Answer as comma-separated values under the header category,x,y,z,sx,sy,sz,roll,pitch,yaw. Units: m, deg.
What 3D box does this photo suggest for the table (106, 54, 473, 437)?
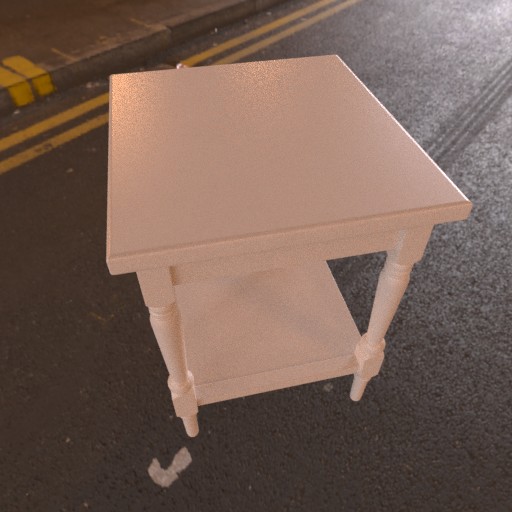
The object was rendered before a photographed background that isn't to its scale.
category,x,y,z,sx,sy,sz,roll,pitch,yaw
table,0.000,0.000,0.878,0.442,0.565,0.488,-9,46,-9
